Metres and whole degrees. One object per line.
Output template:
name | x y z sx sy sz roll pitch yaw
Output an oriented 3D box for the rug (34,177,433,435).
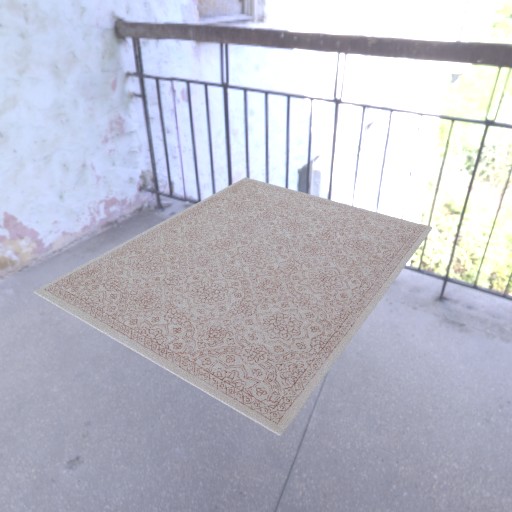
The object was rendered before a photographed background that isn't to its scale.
rug | 0.000 0.000 4.197 2.441 0.015 3.050 20 37 29
